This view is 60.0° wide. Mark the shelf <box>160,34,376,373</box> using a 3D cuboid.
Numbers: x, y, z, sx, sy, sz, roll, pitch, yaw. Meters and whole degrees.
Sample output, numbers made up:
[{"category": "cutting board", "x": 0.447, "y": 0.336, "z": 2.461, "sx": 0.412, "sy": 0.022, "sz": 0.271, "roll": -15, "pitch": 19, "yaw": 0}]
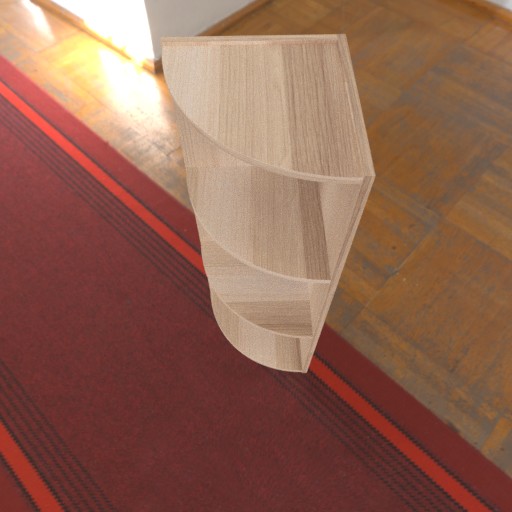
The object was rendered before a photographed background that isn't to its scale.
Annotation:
[{"category": "shelf", "x": 0.000, "y": 0.000, "z": 0.998, "sx": 0.290, "sy": 0.872, "sz": 0.290, "roll": -1, "pitch": 59, "yaw": -1}]
